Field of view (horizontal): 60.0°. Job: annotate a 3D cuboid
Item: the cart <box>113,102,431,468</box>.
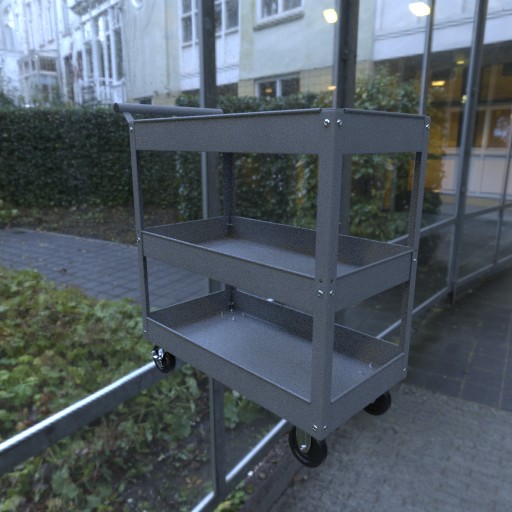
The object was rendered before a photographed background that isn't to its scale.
[{"bbox_3d":[0.000,0.000,1.159,0.366,0.780,0.719,-14,20,-43],"label":"cart"}]
